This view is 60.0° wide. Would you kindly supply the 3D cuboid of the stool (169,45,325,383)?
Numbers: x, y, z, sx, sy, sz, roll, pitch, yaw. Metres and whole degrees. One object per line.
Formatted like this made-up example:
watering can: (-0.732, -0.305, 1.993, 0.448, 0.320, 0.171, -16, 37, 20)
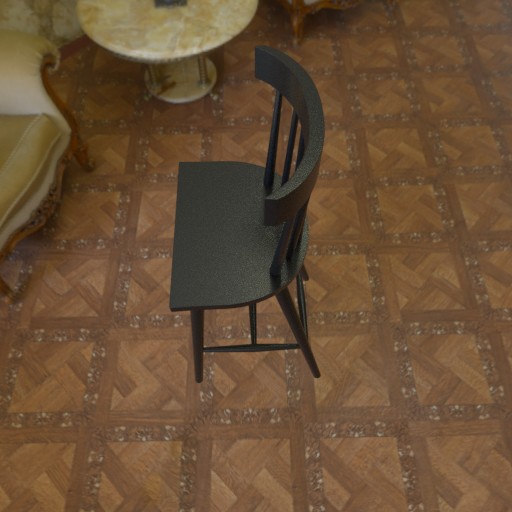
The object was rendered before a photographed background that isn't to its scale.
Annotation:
stool: (0.000, 0.000, 1.350, 0.483, 1.092, 0.482, -2, 58, -1)
